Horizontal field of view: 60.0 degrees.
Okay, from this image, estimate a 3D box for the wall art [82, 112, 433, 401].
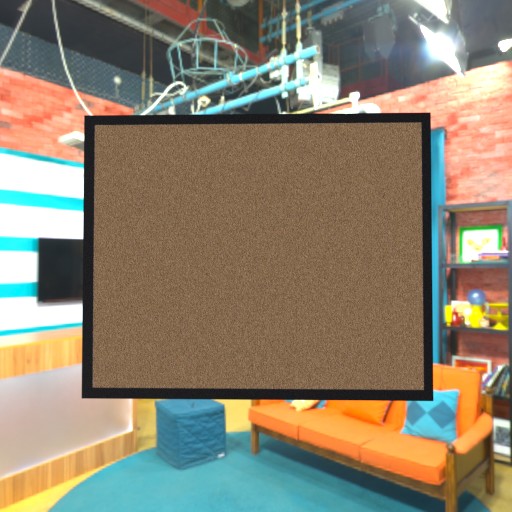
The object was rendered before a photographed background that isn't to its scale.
[{"bbox_3d":[0.000,0.000,0.719,0.554,0.454,0.030,0,-1,1],"label":"wall art"}]
